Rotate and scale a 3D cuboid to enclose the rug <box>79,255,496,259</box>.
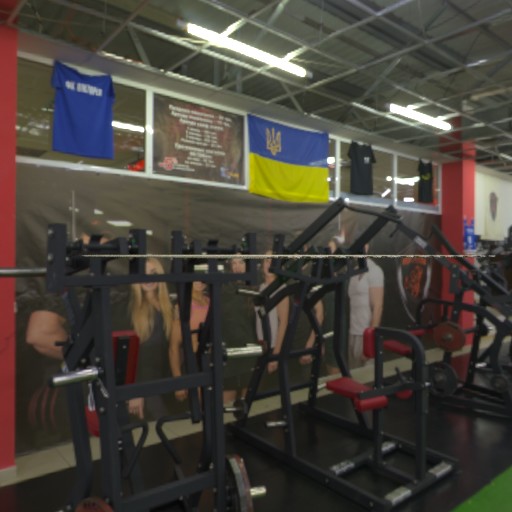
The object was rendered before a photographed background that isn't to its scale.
[{"bbox_3d":[0.000,0.000,2.252,1.247,0.008,1.802,0,0,-37],"label":"rug"}]
